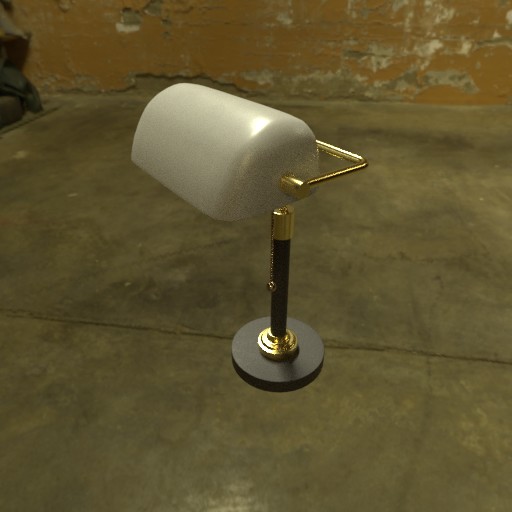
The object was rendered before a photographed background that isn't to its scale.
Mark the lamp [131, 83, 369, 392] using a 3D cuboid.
[{"bbox_3d":[0.000,0.000,0.566,0.227,0.404,0.269,-21,38,-30],"label":"lamp"}]
